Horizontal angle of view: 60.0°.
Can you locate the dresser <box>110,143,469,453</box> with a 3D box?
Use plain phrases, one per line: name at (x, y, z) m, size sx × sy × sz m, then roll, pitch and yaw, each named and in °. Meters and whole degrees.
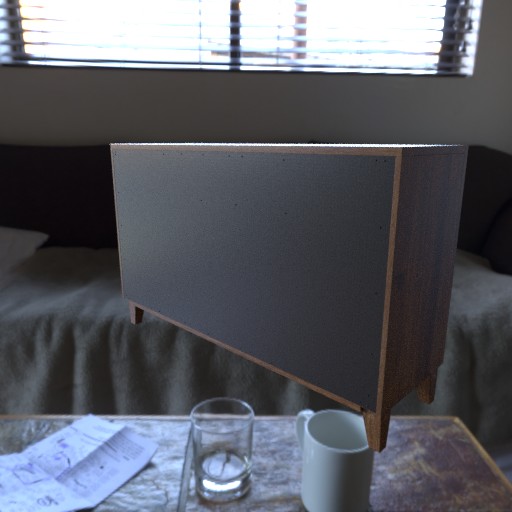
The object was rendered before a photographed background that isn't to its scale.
dresser at (0.000, 0.000, 1.786) m, size 1.400 × 0.873 × 0.446 m, roll 14°, pitch 20°, yaw 42°
